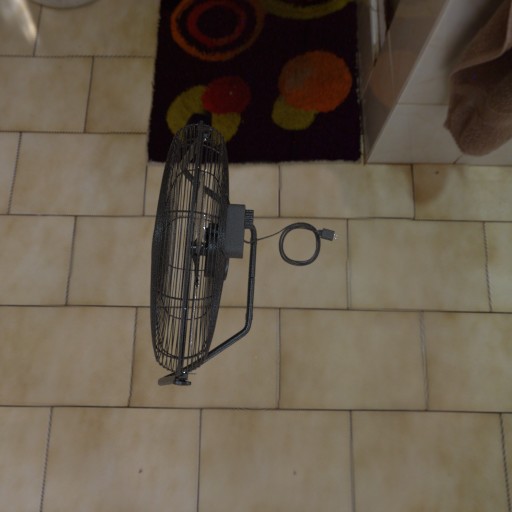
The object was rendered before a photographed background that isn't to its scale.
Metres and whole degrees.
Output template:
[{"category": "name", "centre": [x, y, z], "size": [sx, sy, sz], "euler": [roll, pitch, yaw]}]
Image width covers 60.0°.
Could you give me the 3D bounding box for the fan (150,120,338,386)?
[{"category": "fan", "centre": [0.000, 0.000, 0.903], "size": [0.424, 0.546, 0.555], "euler": [3, 77, 1]}]
